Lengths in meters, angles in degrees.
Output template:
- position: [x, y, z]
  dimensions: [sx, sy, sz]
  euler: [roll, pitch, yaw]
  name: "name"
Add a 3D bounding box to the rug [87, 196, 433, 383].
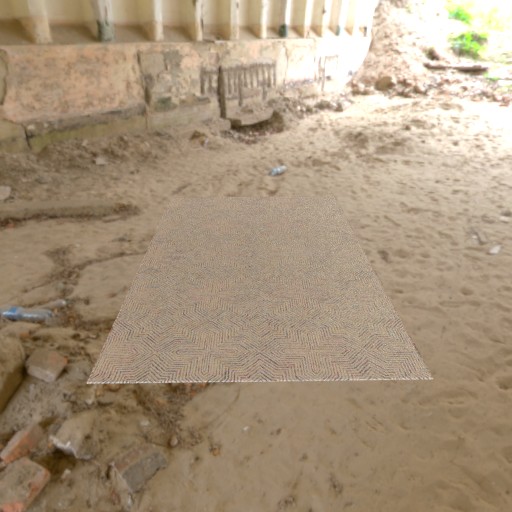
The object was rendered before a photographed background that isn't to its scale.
- position: [0.000, 0.000, 3.020]
  dimensions: [1.519, 0.007, 2.428]
  euler: [0, 27, -1]
  name: "rug"
